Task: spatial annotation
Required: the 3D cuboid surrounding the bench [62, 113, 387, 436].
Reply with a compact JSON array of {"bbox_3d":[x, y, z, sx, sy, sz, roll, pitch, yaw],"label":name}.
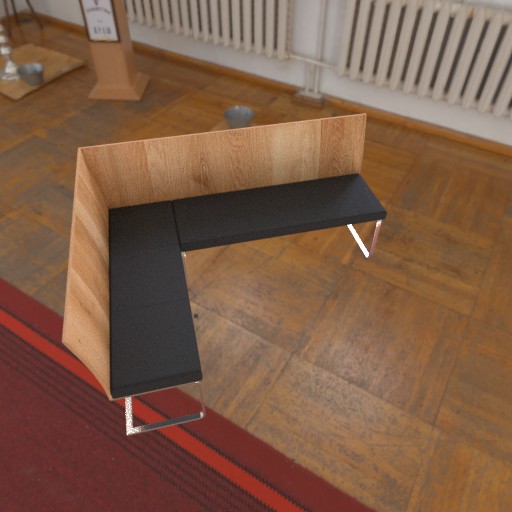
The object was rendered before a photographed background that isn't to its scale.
[{"bbox_3d":[0.000,0.000,2.762,1.945,0.930,1.495,-10,46,-10],"label":"bench"}]
